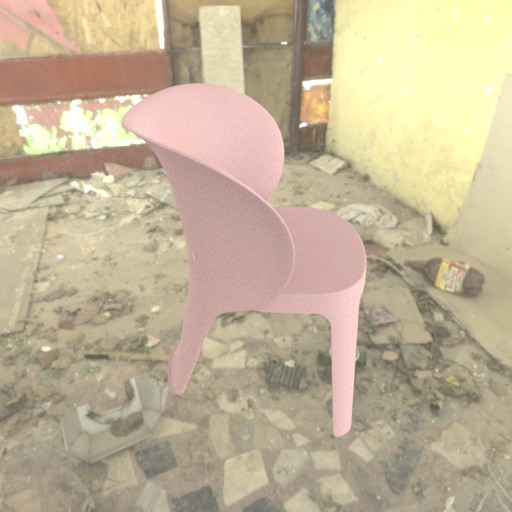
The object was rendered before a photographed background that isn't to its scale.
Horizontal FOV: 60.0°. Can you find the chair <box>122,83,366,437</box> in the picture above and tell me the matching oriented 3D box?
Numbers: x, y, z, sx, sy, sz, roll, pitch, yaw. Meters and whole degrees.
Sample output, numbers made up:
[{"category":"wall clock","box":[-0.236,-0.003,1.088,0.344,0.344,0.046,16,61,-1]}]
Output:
[{"category":"chair","box":[0.000,0.000,0.839,0.402,0.554,0.451,1,32,1]}]
